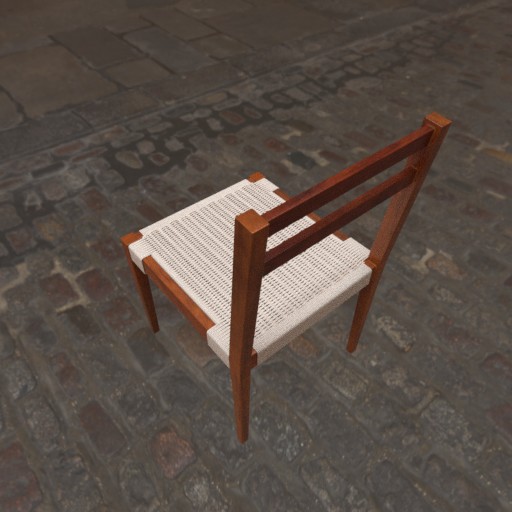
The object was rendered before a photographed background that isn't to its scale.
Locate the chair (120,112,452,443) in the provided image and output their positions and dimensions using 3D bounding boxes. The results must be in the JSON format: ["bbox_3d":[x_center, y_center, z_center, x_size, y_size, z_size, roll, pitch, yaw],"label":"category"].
[{"bbox_3d":[0.000,0.000,1.177,0.495,0.851,0.569,-31,53,-27],"label":"chair"}]
